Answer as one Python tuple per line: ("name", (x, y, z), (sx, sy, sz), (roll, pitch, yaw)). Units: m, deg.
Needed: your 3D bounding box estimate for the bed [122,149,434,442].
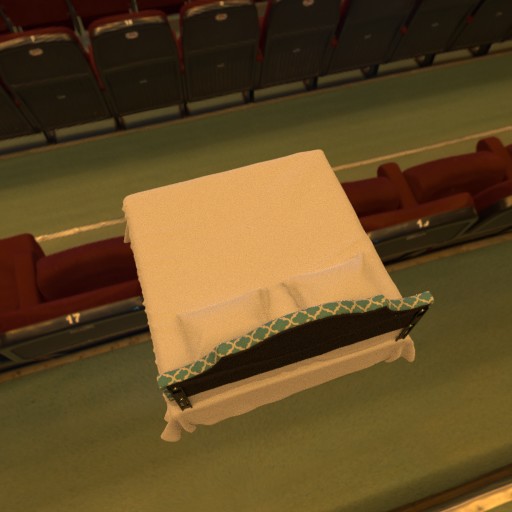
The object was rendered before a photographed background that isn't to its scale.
("bed", (0.000, 0.000, 3.782), (2.314, 1.601, 2.222), (-15, 60, -9))
